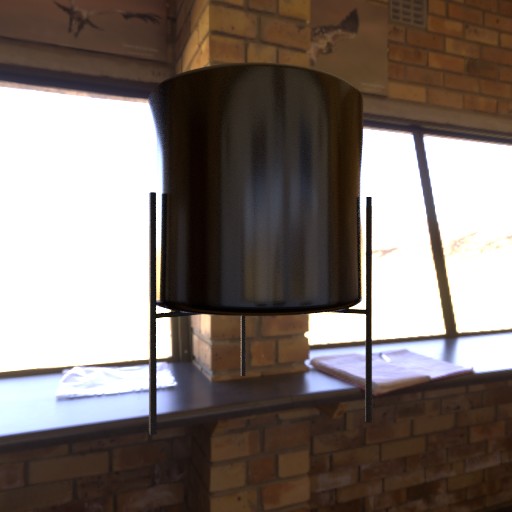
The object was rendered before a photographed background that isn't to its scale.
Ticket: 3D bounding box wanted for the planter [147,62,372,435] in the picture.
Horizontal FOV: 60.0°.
[{"bbox_3d":[0.000,0.000,0.633,0.310,0.432,0.310,0,0,37],"label":"planter"}]
